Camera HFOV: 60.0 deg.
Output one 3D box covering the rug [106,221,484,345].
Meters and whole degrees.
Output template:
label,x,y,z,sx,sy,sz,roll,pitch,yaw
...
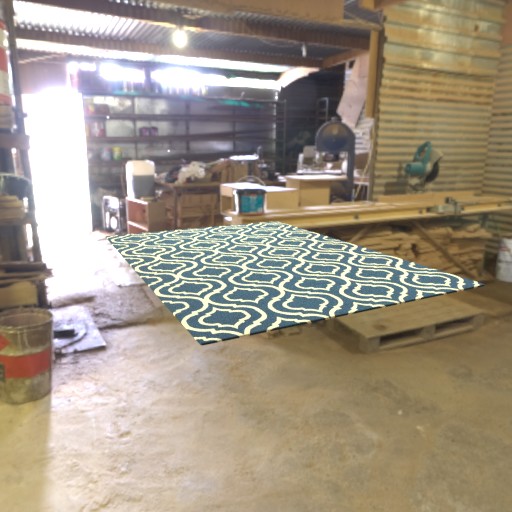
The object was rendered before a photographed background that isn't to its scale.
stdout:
label,x,y,z,sx,sy,sz,roll,pitch,yaw
rug,0.000,0.000,2.831,1.524,0.010,2.134,-7,16,-26
